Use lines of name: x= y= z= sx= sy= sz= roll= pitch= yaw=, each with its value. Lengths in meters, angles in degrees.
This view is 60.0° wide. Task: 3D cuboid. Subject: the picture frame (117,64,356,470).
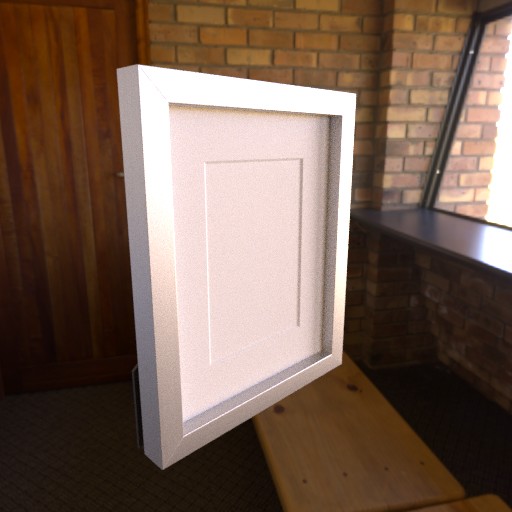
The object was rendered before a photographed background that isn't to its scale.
picture frame: x=0.000 y=0.000 z=0.388 sx=0.233 sy=0.282 sz=0.036 roll=-14 pitch=20 yaw=-43
